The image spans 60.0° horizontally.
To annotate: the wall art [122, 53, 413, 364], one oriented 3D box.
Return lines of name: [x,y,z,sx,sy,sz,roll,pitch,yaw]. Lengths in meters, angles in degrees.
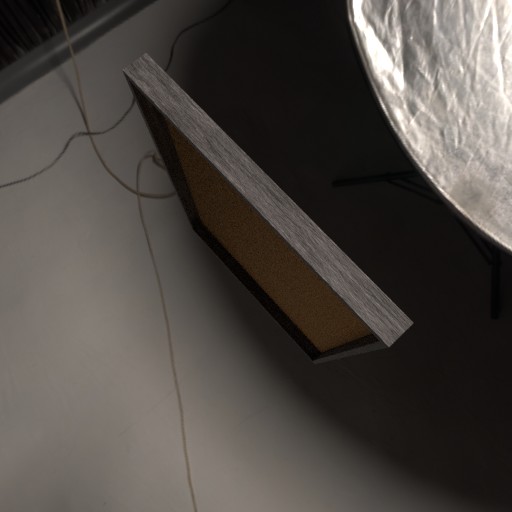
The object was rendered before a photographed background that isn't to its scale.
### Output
wall art: [0.000,0.000,1.343,0.063,1.016,0.762,-41,79,-10]
